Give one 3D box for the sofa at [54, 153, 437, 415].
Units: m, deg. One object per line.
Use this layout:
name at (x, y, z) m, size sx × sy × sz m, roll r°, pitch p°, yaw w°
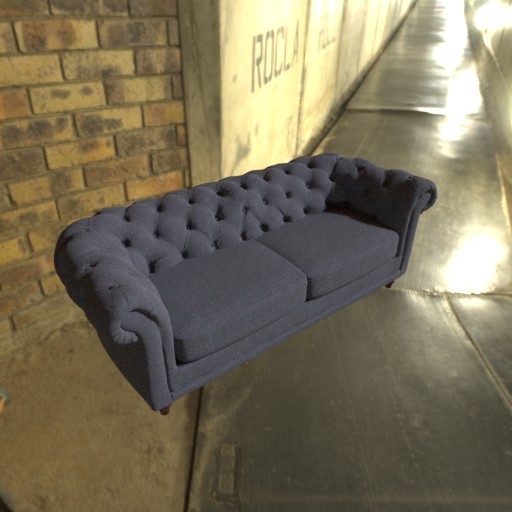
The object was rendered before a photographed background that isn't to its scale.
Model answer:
sofa at (0.000, 0.000, 2.841) m, size 2.335 × 0.836 × 1.046 m, roll -22°, pitch 37°, yaw -32°
